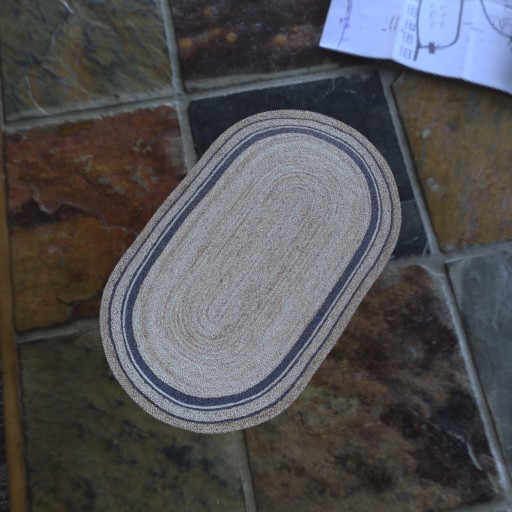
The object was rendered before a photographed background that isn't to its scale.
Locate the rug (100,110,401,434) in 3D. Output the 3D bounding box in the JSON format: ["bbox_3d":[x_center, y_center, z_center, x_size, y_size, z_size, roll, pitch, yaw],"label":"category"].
[{"bbox_3d":[0.000,0.000,3.029,1.520,0.006,2.432,34,77,9],"label":"rug"}]
